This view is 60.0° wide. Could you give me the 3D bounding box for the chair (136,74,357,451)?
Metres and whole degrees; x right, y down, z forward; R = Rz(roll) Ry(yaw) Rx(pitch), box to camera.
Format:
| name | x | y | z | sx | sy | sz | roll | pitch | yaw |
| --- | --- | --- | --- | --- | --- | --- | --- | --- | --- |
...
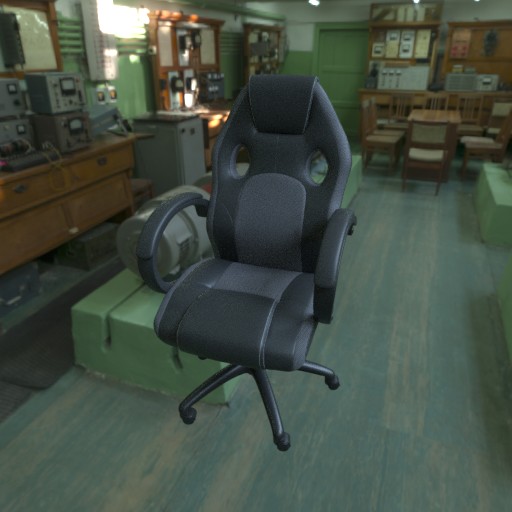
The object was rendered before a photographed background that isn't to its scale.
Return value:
| name | x | y | z | sx | sy | sz | roll | pitch | yaw |
| --- | --- | --- | --- | --- | --- | --- | --- | --- | --- |
| chair | 0.000 | 0.000 | 1.605 | 0.673 | 1.187 | 0.724 | 8 | 26 | 17 |
